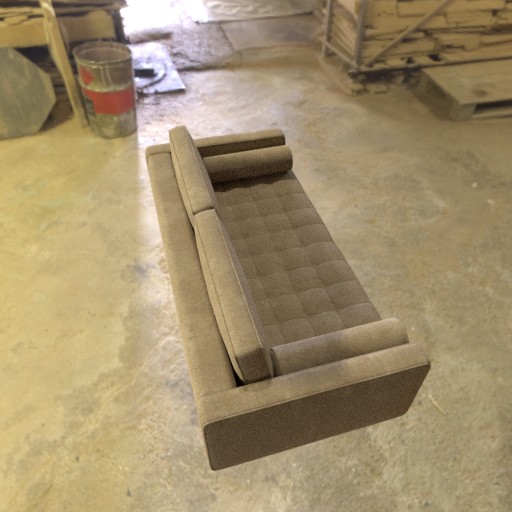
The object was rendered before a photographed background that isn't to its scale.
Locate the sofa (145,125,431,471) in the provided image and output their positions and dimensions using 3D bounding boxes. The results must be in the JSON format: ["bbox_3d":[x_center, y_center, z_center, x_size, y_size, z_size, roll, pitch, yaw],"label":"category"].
[{"bbox_3d":[0.000,0.000,2.342,0.920,0.769,1.883,-12,46,-11],"label":"sofa"}]
